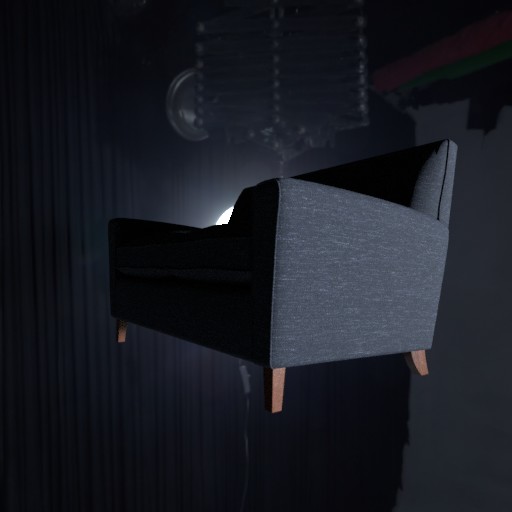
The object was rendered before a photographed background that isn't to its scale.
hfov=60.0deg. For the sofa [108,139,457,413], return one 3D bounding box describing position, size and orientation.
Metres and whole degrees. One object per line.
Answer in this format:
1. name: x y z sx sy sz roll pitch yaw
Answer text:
1. sofa: 0.000 0.000 1.925 0.875 0.846 1.420 1 -1 -35
